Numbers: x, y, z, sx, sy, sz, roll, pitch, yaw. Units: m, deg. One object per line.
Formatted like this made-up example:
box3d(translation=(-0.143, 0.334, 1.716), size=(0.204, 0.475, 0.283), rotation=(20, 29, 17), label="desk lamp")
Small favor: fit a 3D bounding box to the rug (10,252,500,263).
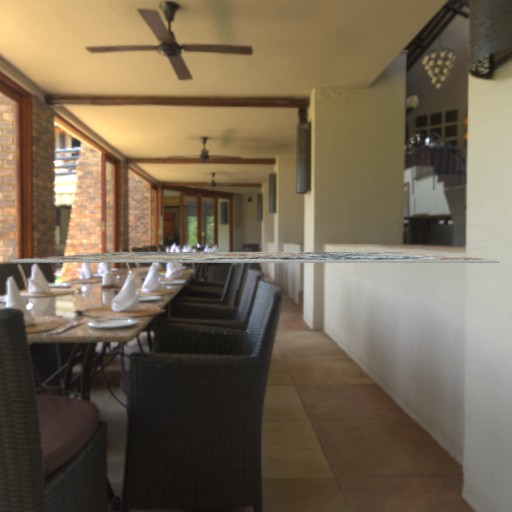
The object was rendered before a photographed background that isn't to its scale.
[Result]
box3d(translation=(0.000, 0.000, 2.804), size=(2.275, 0.014, 1.514), rotation=(0, 2, 0), label="rug")
